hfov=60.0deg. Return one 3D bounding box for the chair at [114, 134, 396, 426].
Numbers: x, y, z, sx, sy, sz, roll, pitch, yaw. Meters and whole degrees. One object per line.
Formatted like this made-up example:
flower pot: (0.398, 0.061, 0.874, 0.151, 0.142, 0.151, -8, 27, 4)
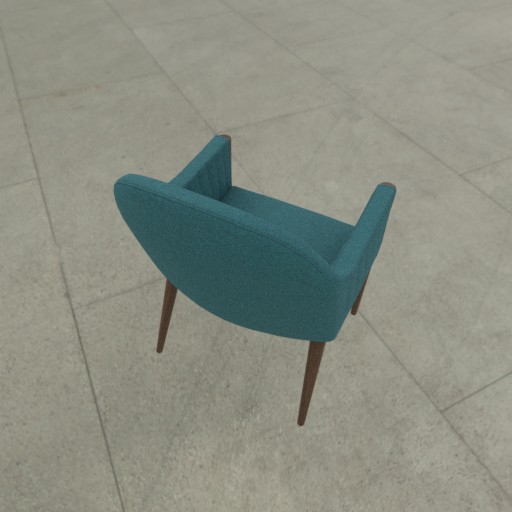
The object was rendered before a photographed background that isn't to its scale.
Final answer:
chair: (0.000, 0.000, 1.371, 0.656, 0.907, 0.652, 21, 50, 19)
